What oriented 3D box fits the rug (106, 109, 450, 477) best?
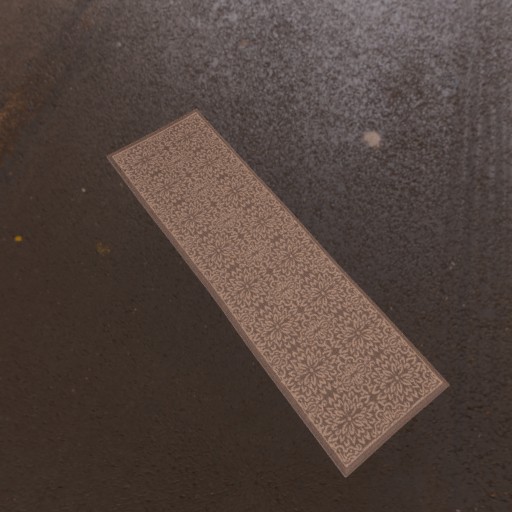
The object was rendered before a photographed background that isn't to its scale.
[{"bbox_3d":[0.000,0.000,2.409,0.662,0.011,2.196,-33,68,-16],"label":"rug"}]
